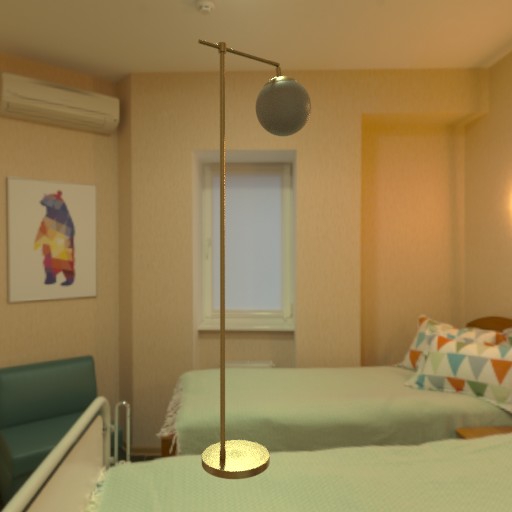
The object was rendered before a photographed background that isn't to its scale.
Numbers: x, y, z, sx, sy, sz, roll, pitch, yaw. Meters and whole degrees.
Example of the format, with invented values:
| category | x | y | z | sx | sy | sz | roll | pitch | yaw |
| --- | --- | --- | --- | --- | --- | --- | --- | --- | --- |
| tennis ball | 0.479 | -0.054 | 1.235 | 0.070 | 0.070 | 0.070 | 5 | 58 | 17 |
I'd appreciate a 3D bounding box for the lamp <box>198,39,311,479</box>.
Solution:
| category | x | y | z | sx | sy | sz | roll | pitch | yaw |
| --- | --- | --- | --- | --- | --- | --- | --- | --- | --- |
| lamp | 0.000 | 0.000 | 1.663 | 0.476 | 1.505 | 0.249 | -1 | 1 | -35 |
